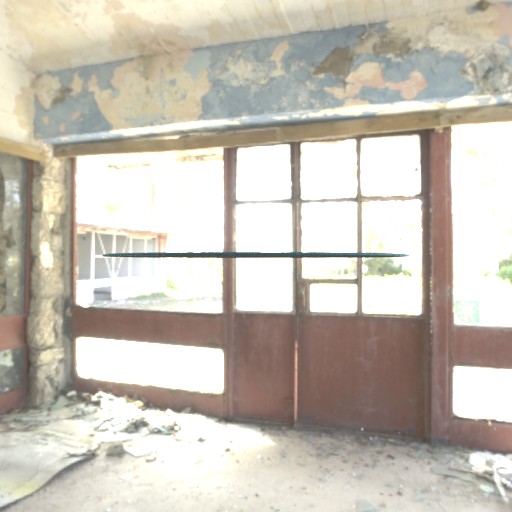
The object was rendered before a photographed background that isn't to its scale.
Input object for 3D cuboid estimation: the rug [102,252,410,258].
[{"bbox_3d":[0.000,0.000,2.430,1.593,0.012,1.593,0,-1,0],"label":"rug"}]
